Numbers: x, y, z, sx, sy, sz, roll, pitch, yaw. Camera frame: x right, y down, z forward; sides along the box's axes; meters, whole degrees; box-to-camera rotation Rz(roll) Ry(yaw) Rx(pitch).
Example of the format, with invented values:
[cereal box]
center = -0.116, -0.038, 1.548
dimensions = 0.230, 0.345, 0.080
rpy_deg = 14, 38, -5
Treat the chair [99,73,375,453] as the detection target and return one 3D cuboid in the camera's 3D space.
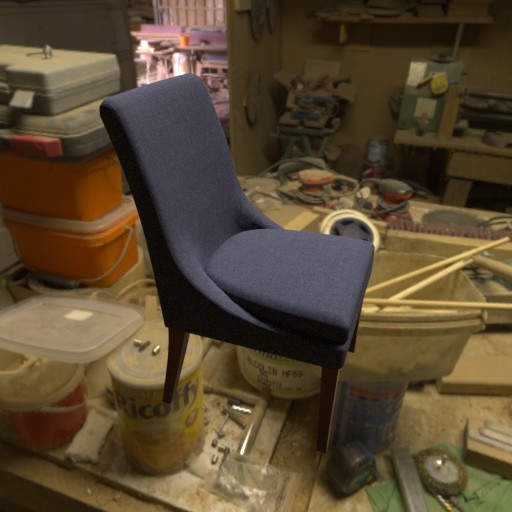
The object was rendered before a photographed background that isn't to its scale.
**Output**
[chair]
center = 0.000, 0.000, 1.345
dimensions = 0.655, 0.952, 0.508
rpy_deg = 11, 33, 18
